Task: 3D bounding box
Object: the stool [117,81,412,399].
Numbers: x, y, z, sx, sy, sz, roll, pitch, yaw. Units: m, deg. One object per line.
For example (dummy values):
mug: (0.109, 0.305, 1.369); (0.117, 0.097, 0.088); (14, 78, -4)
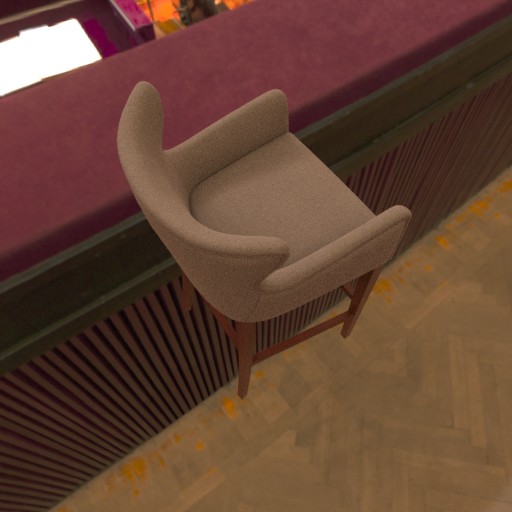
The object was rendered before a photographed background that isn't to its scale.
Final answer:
stool: (0.000, 0.000, 1.384); (0.575, 1.047, 0.575); (-30, 63, -17)
